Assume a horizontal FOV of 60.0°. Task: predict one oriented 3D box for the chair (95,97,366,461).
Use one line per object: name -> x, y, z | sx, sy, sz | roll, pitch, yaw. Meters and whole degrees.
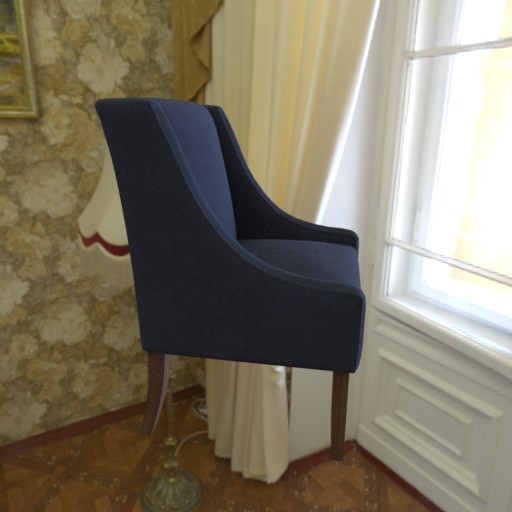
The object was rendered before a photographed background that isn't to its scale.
chair -> 0.000, 0.000, 1.342 | 0.629, 0.895, 0.629 | 3, 18, 10
